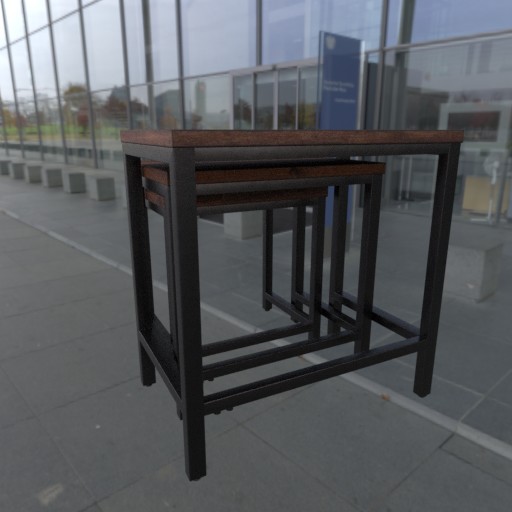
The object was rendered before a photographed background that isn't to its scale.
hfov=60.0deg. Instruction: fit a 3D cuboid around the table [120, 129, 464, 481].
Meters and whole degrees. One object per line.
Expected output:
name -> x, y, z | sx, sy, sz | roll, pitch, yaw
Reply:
table -> 0.000, 0.000, 1.126 | 0.608, 0.616, 0.660 | -8, 18, -26
